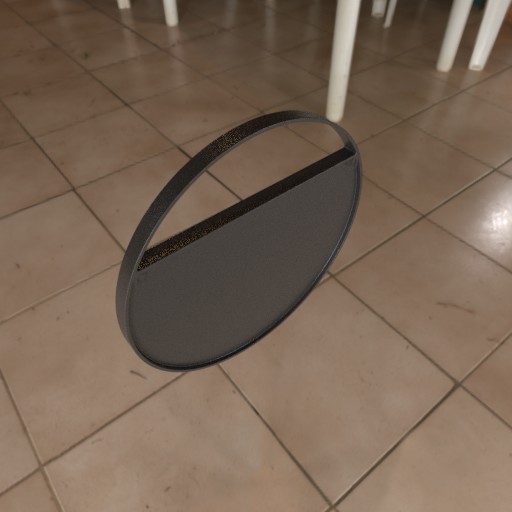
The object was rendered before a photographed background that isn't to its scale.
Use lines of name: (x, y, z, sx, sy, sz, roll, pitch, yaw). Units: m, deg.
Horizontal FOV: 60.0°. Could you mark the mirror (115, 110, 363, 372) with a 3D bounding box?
mirror: (0.000, 0.000, 0.858, 0.565, 0.565, 0.032, -31, 54, -26)
